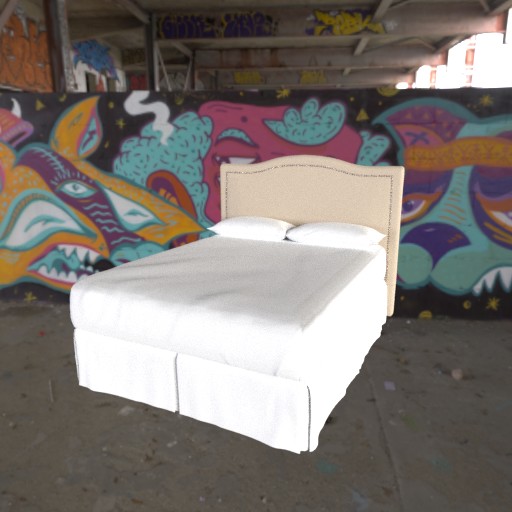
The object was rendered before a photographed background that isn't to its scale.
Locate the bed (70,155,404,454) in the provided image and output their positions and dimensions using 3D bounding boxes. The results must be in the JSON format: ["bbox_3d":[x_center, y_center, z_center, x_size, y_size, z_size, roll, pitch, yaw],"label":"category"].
[{"bbox_3d":[0.000,0.000,3.321,1.753,1.460,2.143,6,15,25],"label":"bed"}]
